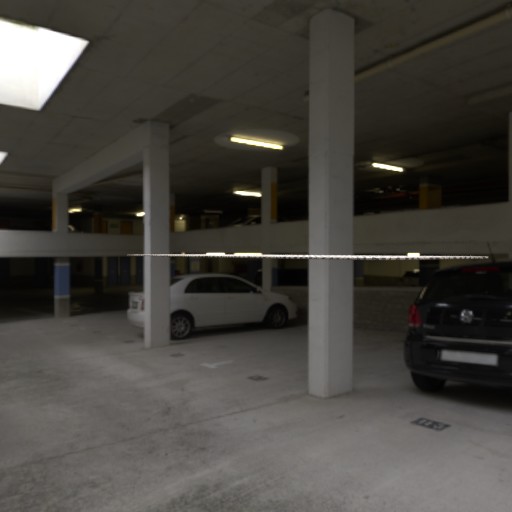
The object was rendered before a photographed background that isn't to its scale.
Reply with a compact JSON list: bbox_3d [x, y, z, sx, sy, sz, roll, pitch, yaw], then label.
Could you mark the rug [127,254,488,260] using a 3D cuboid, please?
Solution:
[{"bbox_3d":[0.000,0.000,2.506,0.676,0.008,2.277,0,1,-36],"label":"rug"}]
